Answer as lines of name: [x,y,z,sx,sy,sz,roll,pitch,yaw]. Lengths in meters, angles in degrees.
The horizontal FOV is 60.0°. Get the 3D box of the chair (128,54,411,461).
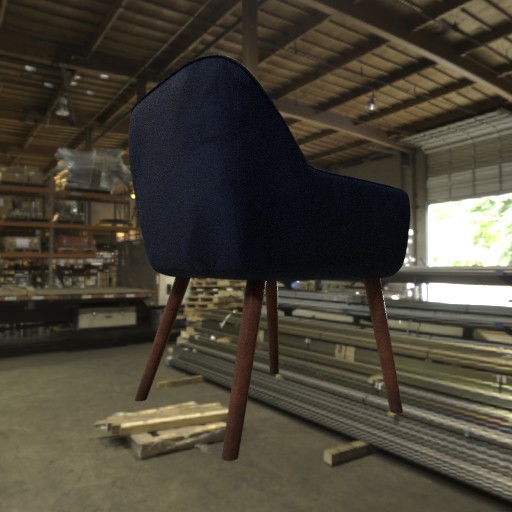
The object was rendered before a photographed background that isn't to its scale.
chair: [0.000,0.000,1.224,0.600,0.820,0.600,1,-2,-36]
